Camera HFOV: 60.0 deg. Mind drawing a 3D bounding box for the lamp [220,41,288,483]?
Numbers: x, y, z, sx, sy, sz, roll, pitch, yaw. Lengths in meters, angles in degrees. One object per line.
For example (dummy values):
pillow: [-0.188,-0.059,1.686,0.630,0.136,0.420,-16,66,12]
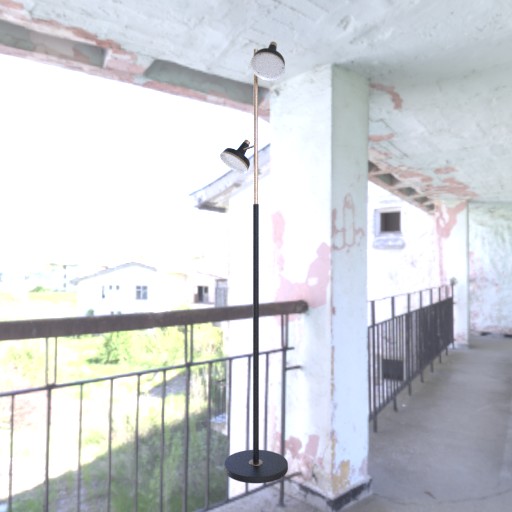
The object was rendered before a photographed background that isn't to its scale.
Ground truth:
lamp: [0.000,0.000,1.772,0.253,1.674,0.351,1,-2,-36]
